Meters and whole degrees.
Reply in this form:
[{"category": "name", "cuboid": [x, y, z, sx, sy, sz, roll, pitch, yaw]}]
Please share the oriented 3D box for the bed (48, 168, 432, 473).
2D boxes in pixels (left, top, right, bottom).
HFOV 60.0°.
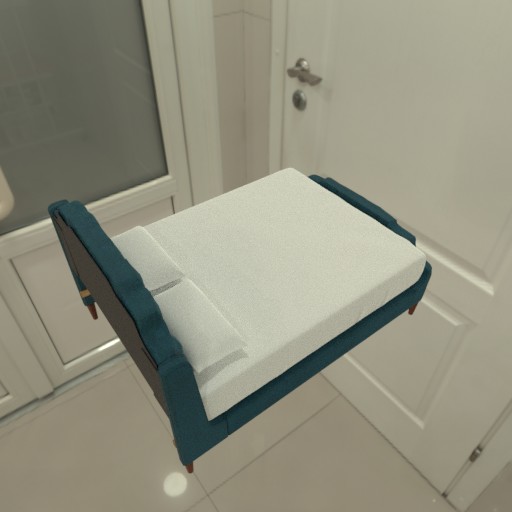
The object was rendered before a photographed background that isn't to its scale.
[{"category": "bed", "cuboid": [0.000, 0.000, 3.349, 2.322, 1.351, 1.676, -27, 49, -26]}]
